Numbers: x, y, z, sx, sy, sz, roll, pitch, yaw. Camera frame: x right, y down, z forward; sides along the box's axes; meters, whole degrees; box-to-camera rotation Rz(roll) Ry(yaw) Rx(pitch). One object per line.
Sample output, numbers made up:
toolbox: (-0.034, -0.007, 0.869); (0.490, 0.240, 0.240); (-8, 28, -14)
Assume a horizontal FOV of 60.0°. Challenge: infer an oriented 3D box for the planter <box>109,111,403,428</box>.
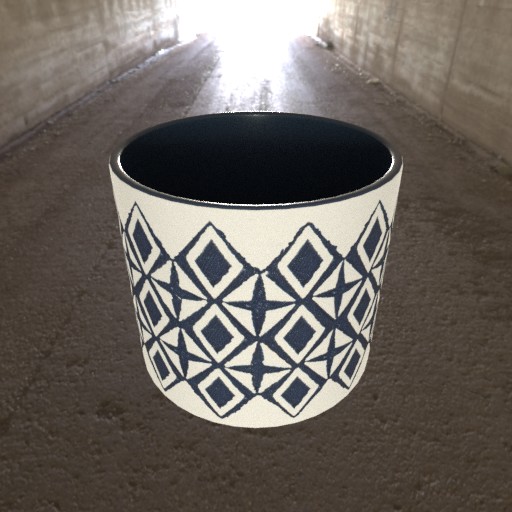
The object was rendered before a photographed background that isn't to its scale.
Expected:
planter: (0.000, 0.000, 0.284); (0.159, 0.144, 0.159); (0, 32, 0)
